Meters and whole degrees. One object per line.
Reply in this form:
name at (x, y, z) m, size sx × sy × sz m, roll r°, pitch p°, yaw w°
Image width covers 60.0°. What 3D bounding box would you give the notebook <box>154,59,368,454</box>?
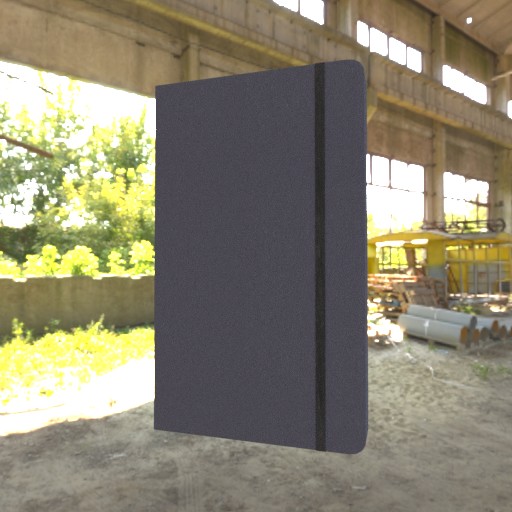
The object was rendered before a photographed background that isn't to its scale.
notebook at (0.000, 0.000, 0.261) m, size 0.127 × 0.213 × 0.016 m, roll 0°, pitch -1°, yaw 18°
